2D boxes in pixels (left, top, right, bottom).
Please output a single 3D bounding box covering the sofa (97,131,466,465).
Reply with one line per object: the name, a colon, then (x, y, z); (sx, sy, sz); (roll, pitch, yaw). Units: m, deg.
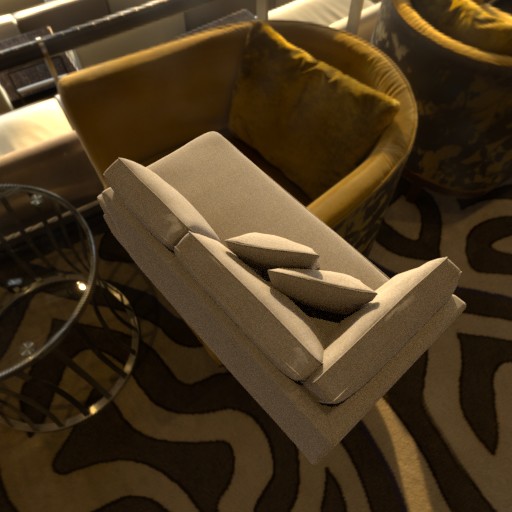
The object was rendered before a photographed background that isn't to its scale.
sofa: (0.000, 0.000, 2.861); (1.110, 1.019, 2.238); (-37, 66, -20)
